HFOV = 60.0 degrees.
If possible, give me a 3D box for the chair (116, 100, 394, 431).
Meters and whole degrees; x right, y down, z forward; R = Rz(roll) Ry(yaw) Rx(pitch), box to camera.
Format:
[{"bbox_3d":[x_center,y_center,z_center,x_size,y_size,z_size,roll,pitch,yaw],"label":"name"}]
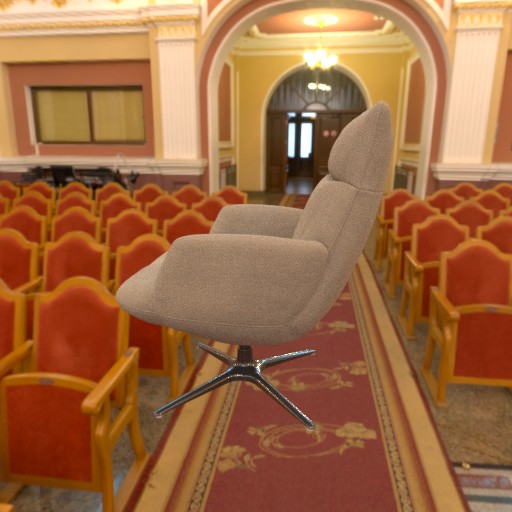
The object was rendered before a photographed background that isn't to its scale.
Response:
[{"bbox_3d":[0.000,0.000,1.605,0.889,1.016,0.711,2,14,8],"label":"chair"}]
